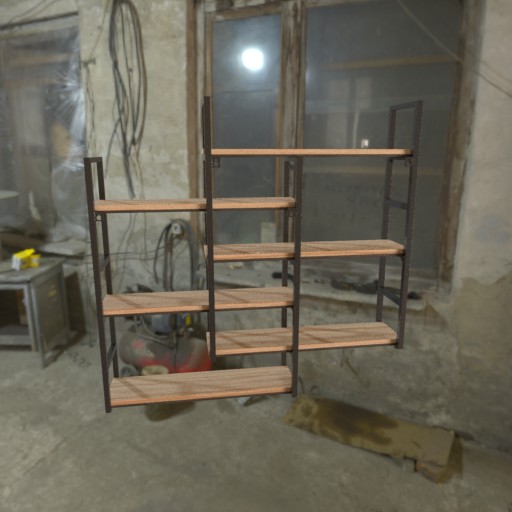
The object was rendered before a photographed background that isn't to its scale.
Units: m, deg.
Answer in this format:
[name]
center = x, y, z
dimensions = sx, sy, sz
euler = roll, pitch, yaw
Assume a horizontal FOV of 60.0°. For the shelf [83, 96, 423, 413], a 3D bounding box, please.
[shelf]
center = 0.000, 0.000, 1.387
dimensions = 0.946, 0.921, 0.183
euler = -2, 13, -8
